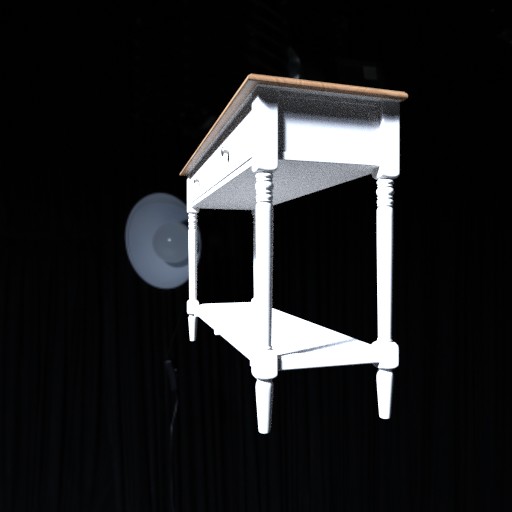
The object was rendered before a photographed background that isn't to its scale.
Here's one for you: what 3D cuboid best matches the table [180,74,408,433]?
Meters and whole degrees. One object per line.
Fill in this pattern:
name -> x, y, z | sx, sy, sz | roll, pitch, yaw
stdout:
table -> 0.000, 0.000, 1.592 | 0.399, 0.800, 1.219 | 0, 0, -17
